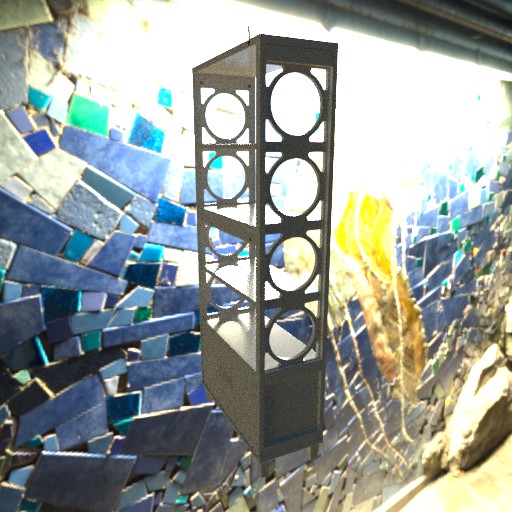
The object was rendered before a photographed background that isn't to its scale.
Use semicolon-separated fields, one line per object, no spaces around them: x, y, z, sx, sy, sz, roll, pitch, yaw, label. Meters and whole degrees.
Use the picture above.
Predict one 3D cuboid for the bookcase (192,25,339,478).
0.000;0.000;2.145;0.361;1.869;0.761;-7;15;-25;bookcase
